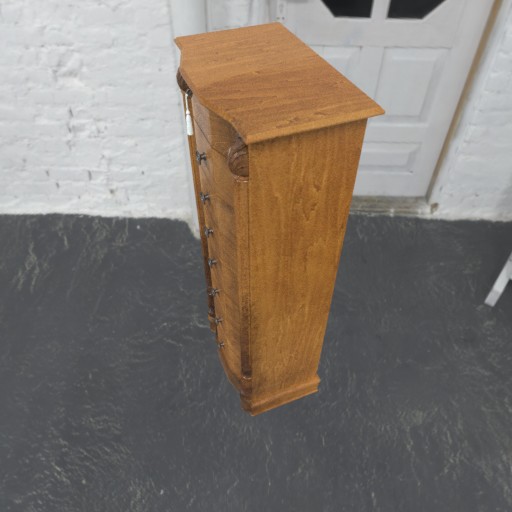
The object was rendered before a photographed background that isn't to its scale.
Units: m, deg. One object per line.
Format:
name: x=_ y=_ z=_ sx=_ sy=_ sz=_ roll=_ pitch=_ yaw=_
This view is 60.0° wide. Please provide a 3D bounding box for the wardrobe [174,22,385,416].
wardrobe: x=0.000 y=0.000 z=1.131 sx=0.273 sy=0.959 sz=0.406 roll=-16 pitch=49 yaw=-15
